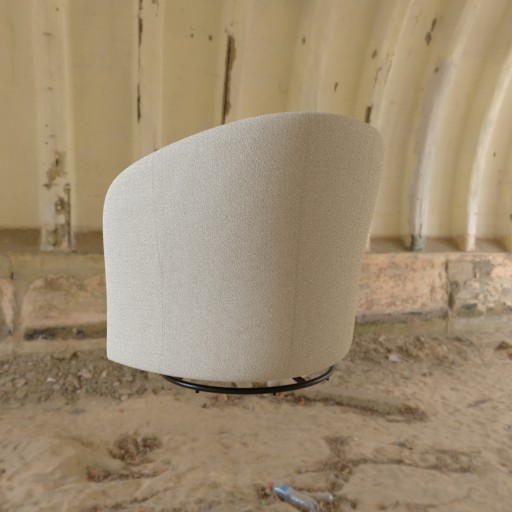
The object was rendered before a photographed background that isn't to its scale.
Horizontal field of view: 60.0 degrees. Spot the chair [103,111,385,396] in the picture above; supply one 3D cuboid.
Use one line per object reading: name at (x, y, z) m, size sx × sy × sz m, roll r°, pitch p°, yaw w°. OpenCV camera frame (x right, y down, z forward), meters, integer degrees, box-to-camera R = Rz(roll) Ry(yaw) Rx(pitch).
chair at (0.000, 0.000, 1.491) m, size 0.815 × 0.771 × 0.791 m, roll 1°, pitch 2°, yaw 36°
